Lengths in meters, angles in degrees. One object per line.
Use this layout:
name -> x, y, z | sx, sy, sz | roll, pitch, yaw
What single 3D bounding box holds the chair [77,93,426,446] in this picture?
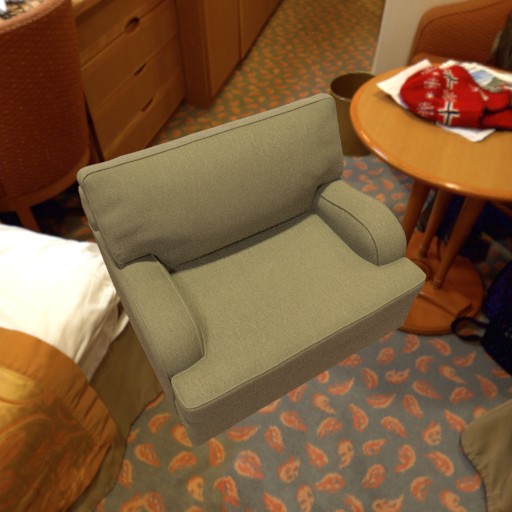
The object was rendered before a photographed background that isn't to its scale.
chair -> 0.000, 0.000, 2.040 | 1.220, 1.016, 1.041 | -24, 52, -21
